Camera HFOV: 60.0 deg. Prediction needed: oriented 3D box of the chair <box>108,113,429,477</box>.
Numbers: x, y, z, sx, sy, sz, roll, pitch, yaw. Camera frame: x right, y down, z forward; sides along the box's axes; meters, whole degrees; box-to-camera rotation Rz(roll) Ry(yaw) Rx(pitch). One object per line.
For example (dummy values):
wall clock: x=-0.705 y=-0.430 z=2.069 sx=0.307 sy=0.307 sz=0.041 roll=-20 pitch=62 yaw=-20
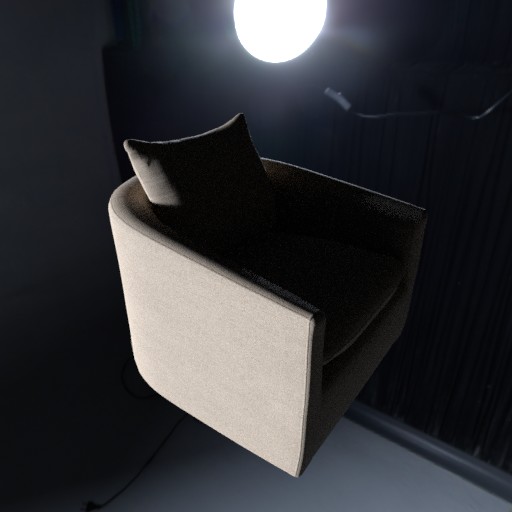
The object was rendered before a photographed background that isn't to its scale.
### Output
chair: x=0.000 y=0.000 z=1.553 sx=0.910 sy=0.848 sz=0.845 roll=18 pitch=32 yaw=31
